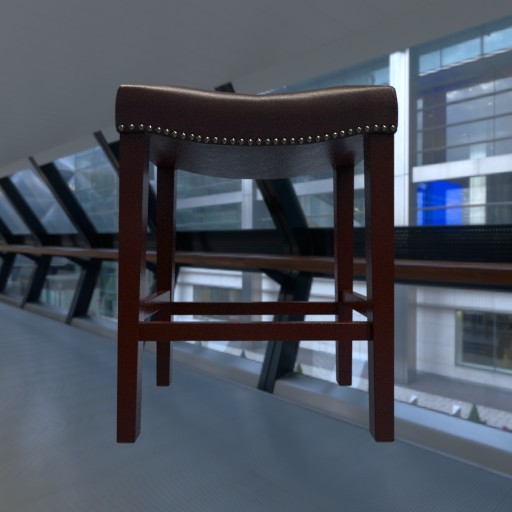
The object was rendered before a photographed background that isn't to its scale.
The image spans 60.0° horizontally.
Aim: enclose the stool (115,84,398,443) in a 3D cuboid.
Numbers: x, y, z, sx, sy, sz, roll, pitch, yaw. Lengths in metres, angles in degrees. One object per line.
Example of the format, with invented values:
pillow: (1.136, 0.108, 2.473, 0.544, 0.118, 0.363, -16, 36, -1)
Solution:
stool: (0.000, 0.000, 0.960, 0.504, 0.657, 0.372, 0, 1, -1)
